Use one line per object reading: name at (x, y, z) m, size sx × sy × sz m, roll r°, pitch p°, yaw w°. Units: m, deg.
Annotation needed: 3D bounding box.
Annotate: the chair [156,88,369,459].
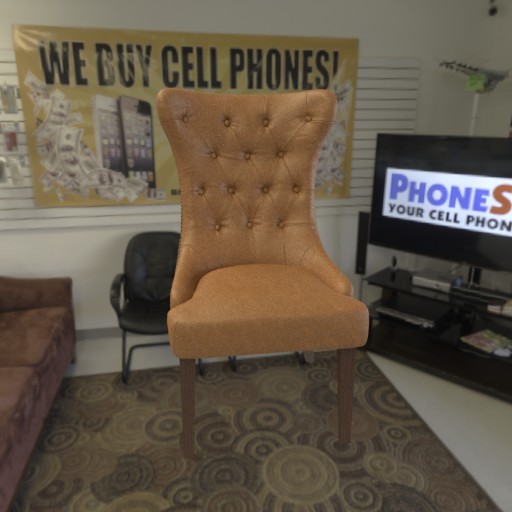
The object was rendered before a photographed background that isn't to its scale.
chair at (0.000, 0.000, 1.463) m, size 0.611 × 1.065 × 0.669 m, roll -2°, pitch 17°, yaw -7°
